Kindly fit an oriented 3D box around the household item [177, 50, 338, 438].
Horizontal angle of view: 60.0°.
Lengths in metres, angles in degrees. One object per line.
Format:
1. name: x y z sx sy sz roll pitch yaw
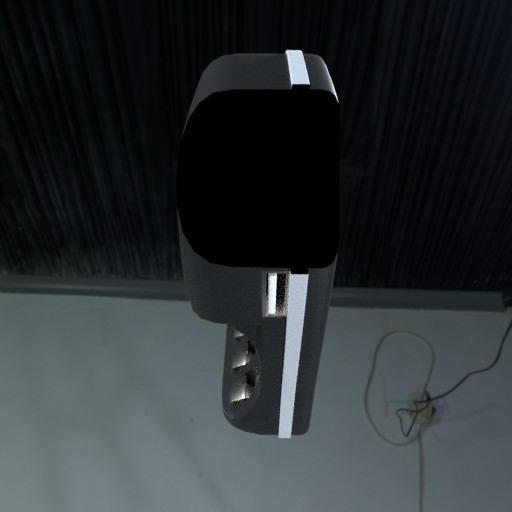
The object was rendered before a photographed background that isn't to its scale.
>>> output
1. household item: 0.000 0.000 0.143 0.038 0.114 0.070 0 41 0
